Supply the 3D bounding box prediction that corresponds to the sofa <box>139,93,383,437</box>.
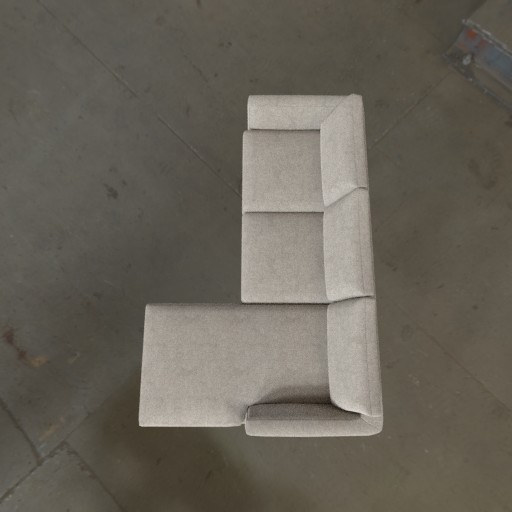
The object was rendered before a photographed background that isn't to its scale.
[{"bbox_3d":[0.000,0.000,3.262,1.626,0.864,2.438,0,76,0],"label":"sofa"}]
